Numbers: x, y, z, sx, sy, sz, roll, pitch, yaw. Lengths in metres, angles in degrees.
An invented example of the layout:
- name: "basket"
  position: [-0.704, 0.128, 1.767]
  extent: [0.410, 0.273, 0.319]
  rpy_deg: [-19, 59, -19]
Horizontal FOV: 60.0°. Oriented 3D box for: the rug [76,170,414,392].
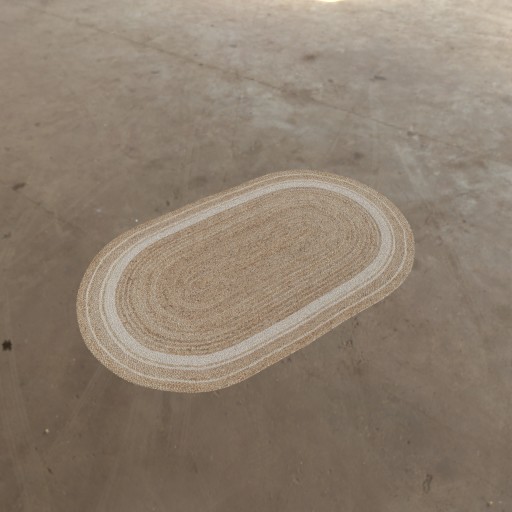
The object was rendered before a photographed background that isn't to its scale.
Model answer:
- name: "rug"
  position: [0.000, 0.000, 3.063]
  extent: [2.432, 0.006, 1.520]
  rpy_deg: [-26, 51, -23]
